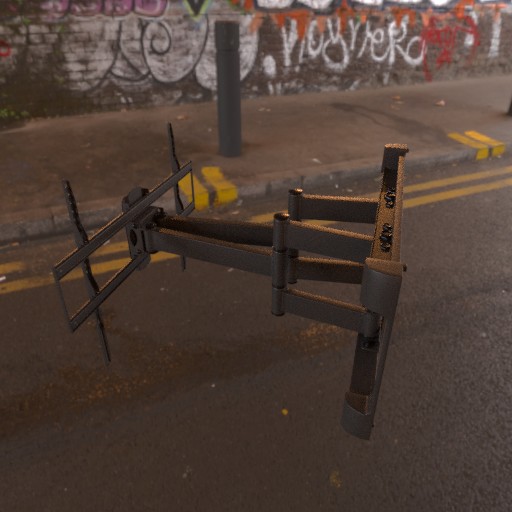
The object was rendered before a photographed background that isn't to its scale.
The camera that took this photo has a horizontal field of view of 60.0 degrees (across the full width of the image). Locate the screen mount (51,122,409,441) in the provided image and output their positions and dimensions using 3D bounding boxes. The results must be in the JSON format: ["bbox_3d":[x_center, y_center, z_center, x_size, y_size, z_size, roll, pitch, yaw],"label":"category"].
[{"bbox_3d":[0.000,0.000,1.083,0.644,0.491,0.661,9,32,14],"label":"screen mount"}]
